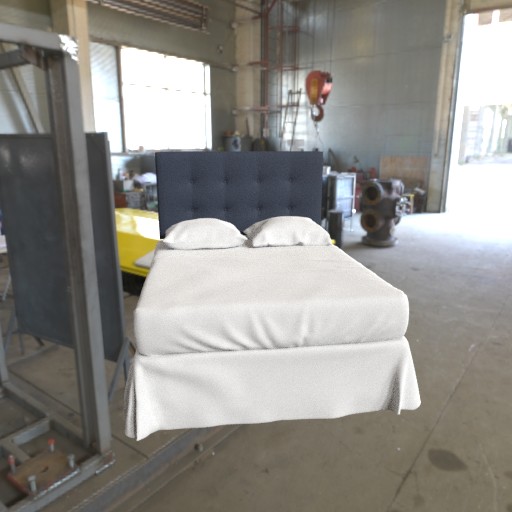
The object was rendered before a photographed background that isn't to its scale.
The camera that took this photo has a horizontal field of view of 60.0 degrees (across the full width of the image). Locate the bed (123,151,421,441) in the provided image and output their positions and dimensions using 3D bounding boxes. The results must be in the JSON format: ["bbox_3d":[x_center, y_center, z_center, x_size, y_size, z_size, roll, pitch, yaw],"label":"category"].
[{"bbox_3d":[0.000,0.000,3.500,1.936,1.577,2.222,-2,14,-8],"label":"bed"}]
